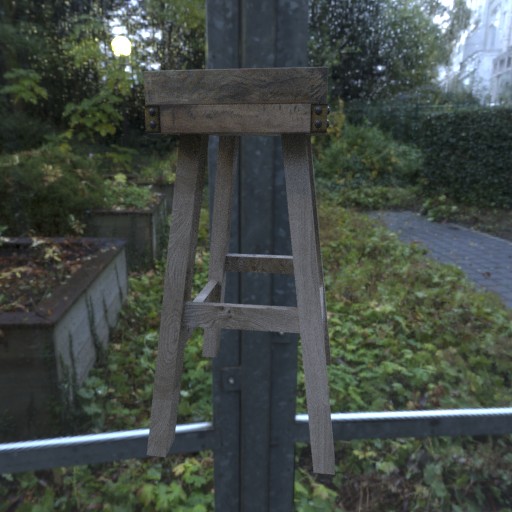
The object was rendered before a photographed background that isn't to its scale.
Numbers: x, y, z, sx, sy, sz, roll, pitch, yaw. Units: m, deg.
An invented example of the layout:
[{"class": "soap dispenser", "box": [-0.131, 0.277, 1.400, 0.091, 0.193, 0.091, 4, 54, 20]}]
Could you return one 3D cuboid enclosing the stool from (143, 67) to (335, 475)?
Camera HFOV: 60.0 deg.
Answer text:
[{"class": "stool", "box": [0.000, 0.000, 0.888, 0.330, 0.635, 0.450, 2, 15, 8]}]
